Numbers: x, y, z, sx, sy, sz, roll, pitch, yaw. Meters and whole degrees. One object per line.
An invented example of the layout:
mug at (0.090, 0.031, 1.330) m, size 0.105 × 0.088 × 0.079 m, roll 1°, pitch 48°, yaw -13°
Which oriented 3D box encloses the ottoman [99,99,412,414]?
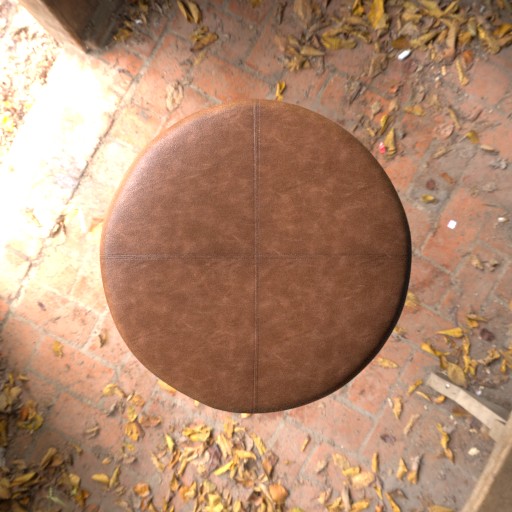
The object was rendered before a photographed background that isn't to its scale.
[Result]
ottoman at (0.000, 0.000, 1.565) m, size 1.006 × 0.445 × 1.006 m, roll 0°, pitch 90°, yaw 0°
